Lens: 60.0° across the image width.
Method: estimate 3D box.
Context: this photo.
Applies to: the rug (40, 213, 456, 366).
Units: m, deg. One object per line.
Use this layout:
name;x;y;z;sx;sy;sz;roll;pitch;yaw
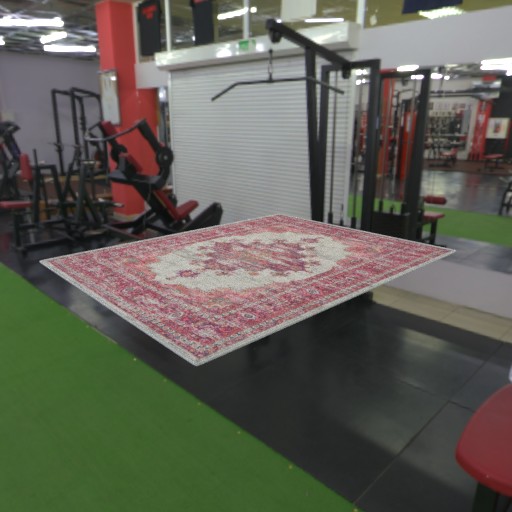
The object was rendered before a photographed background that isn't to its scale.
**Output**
rug;0.000;0.000;4.188;3.123;0.017;2.447;-15;23;-41
